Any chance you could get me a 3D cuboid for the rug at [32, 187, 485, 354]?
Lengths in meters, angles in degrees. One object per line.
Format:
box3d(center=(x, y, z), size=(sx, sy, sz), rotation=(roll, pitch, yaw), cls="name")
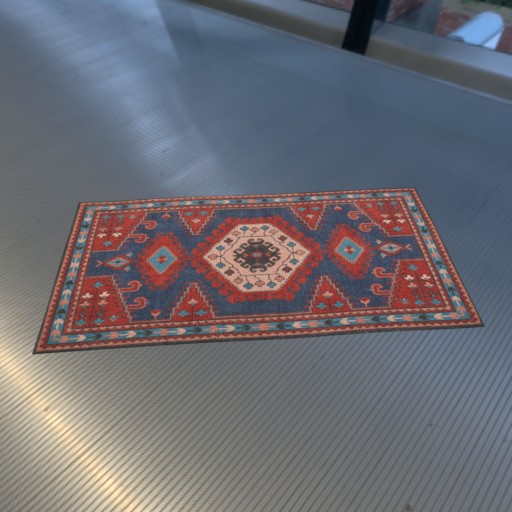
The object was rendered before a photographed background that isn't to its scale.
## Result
box3d(center=(0.000, 0.000, 3.466), size=(3.032, 0.034, 1.522), rotation=(-3, 47, -3), cls="rug")
